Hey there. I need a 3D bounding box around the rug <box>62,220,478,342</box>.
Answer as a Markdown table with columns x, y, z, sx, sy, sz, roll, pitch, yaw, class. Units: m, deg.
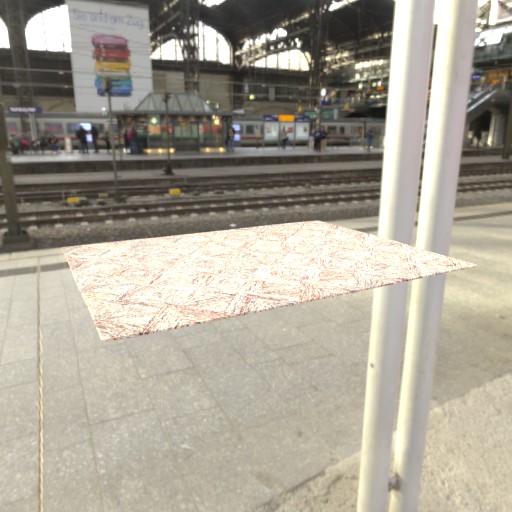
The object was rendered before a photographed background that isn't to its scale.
| x | y | z | sx | sy | sz | roll | pitch | yaw | class |
| --- | --- | --- | --- | --- | --- | --- | --- | --- | --- |
| 0.000 | 0.000 | 4.233 | 3.226 | 0.024 | 2.436 | -8 | 17 | -27 | rug |
